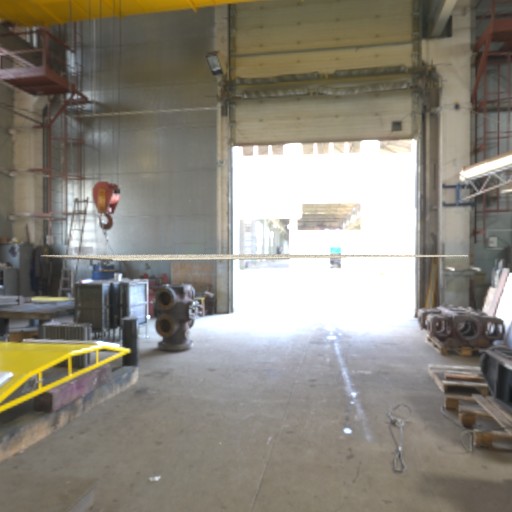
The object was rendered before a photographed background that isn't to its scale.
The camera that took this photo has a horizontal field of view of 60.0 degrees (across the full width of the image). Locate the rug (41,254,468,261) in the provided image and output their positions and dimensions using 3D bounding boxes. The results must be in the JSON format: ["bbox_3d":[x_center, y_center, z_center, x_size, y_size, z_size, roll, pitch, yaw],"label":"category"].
[{"bbox_3d":[0.000,0.000,2.276,1.828,0.007,1.220,0,1,-34],"label":"rug"}]
